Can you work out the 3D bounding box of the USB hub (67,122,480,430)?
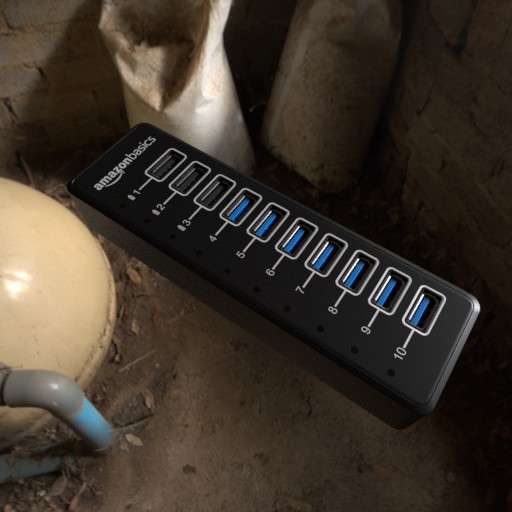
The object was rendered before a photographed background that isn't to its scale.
[{"bbox_3d":[0.000,0.000,0.161,0.145,0.023,0.044,31,63,17],"label":"USB hub"}]
